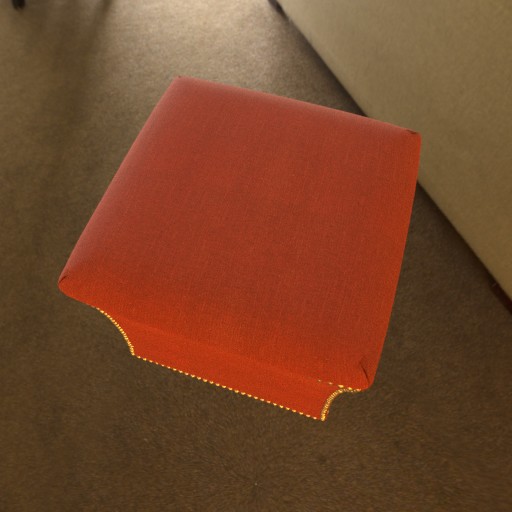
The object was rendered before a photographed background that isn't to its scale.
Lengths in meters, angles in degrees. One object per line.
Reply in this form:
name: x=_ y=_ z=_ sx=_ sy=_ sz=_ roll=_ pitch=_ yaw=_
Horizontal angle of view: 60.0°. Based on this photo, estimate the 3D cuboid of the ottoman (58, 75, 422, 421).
ottoman: x=0.000 y=0.000 z=0.915 sx=0.507 sy=0.475 sz=0.497 roll=17 pitch=64 yaw=8
